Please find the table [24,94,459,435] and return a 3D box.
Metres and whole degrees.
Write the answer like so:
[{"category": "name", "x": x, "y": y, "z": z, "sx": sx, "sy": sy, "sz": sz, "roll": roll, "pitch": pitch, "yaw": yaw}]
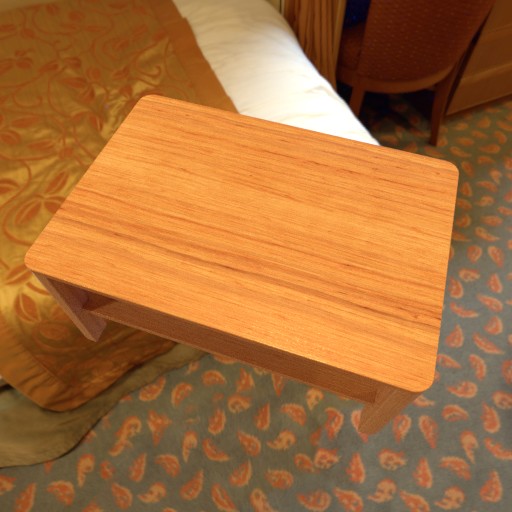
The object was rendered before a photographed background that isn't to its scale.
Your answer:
[{"category": "table", "x": 0.000, "y": 0.000, "z": 1.361, "sx": 0.997, "sy": 0.445, "sz": 0.696, "roll": 16, "pitch": 59, "yaw": 10}]
